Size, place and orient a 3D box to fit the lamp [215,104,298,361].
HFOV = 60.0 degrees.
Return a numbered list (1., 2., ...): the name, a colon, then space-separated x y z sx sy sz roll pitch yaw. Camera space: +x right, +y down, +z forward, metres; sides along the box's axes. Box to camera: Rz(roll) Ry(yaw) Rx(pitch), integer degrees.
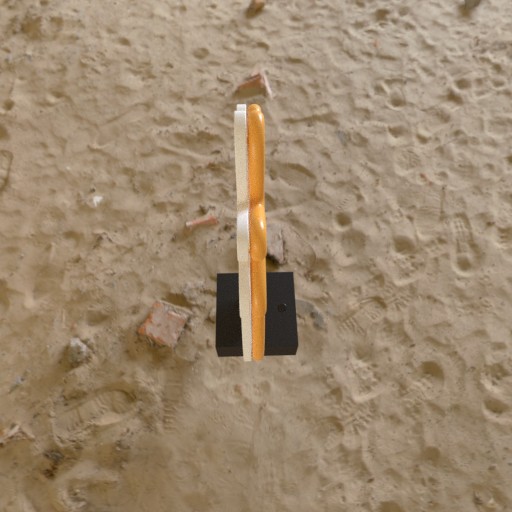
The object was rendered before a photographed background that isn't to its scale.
1. lamp: 0.000 0.000 0.385 0.088 0.317 0.167 -1 62 -1
